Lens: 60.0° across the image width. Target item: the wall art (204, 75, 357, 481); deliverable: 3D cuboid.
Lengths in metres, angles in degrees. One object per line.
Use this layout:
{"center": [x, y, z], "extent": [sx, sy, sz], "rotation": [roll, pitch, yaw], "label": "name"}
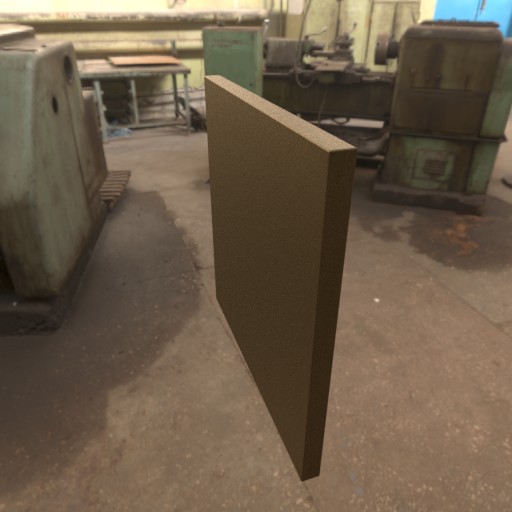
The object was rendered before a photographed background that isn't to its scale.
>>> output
{"center": [0.000, 0.000, 0.750], "extent": [0.031, 0.506, 0.503], "rotation": [-10, 31, -17], "label": "wall art"}
